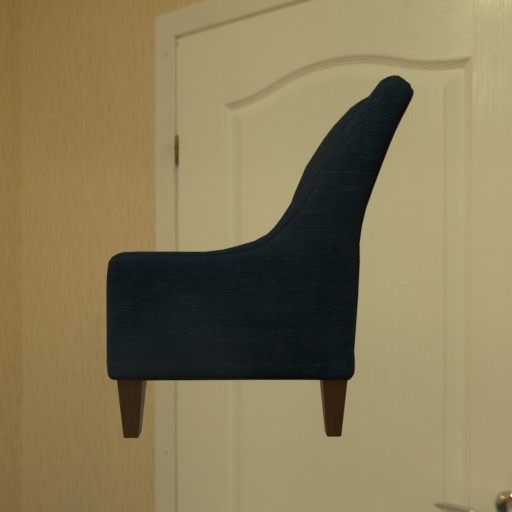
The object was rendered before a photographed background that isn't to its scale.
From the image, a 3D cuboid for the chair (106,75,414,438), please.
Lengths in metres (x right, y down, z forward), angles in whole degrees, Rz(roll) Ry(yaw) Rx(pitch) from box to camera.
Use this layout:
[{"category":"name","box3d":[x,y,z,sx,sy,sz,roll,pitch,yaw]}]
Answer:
[{"category":"chair","box3d":[0.000,0.000,1.591,0.870,1.014,0.774,0,0,-1]}]
